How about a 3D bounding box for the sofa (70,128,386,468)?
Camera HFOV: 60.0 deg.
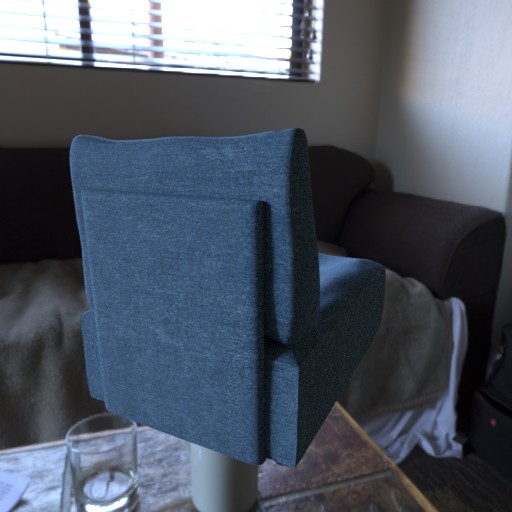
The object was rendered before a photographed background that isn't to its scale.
[{"bbox_3d":[0.000,0.000,1.529,0.700,0.820,1.000,7,16,26],"label":"sofa"}]
